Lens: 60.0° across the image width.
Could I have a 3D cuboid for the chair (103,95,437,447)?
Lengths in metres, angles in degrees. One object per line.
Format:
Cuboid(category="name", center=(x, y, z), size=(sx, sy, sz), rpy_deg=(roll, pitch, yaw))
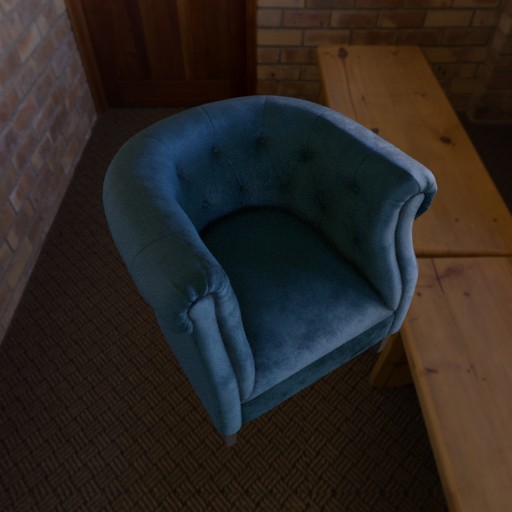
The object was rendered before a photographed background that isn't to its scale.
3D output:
Cuboid(category="chair", center=(0.000, 0.000, 1.577), size=(0.904, 0.826, 0.851), rpy_deg=(-25, 52, -21))
